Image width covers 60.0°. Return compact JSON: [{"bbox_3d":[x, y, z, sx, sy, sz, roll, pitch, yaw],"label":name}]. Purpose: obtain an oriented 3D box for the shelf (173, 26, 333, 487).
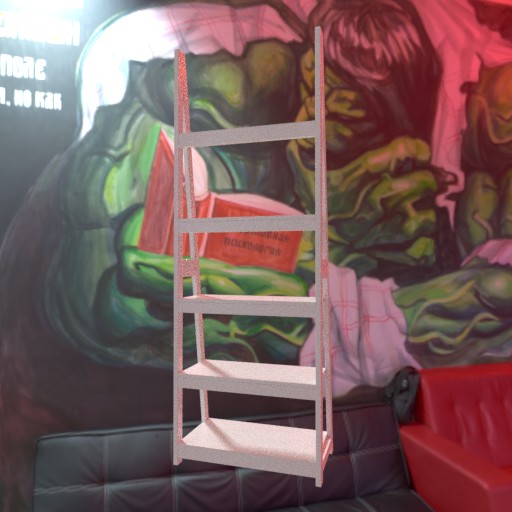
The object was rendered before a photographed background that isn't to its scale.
[{"bbox_3d":[0.000,0.000,1.968,0.636,1.779,0.341,0,-1,17],"label":"shelf"}]
